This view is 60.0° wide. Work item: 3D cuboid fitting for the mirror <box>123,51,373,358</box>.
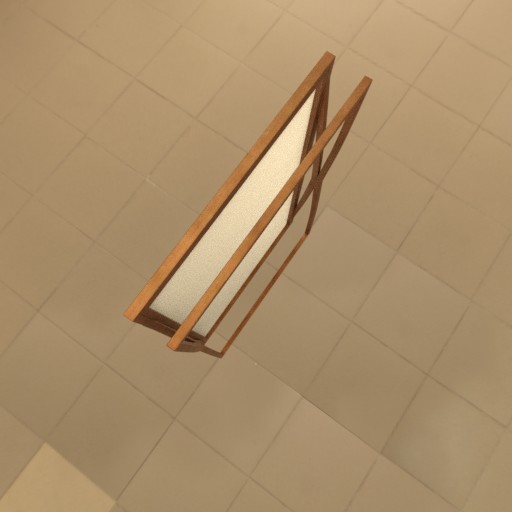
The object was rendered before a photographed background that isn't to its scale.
[{"bbox_3d":[0.000,0.000,0.964,0.082,0.768,0.468,34,79,8],"label":"mirror"}]
